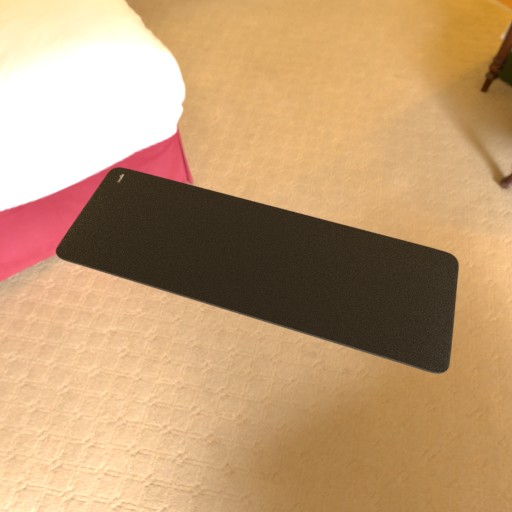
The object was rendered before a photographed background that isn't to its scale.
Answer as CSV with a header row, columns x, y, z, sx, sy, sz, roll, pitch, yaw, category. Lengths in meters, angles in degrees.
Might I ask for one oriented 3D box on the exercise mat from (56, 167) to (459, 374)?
x,y,z,sx,sy,sz,roll,pitch,yaw,category
0.000,0.000,2.129,1.869,0.021,0.616,16,60,9,exercise mat
